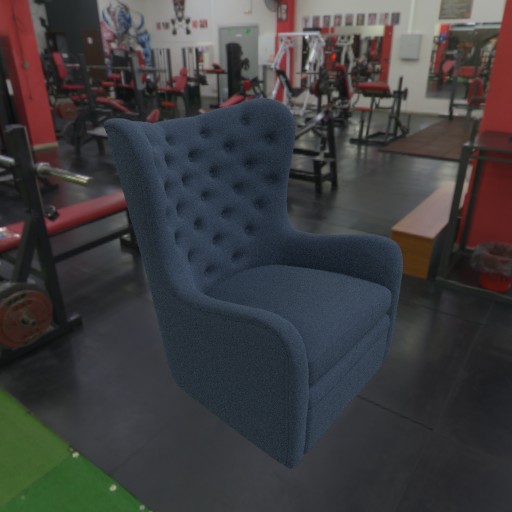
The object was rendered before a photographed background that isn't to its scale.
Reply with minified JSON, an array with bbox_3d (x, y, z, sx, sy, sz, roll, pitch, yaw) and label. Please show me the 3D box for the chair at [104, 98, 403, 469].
[{"bbox_3d":[0.000,0.000,1.739,0.930,1.079,0.831,19,32,34],"label":"chair"}]
